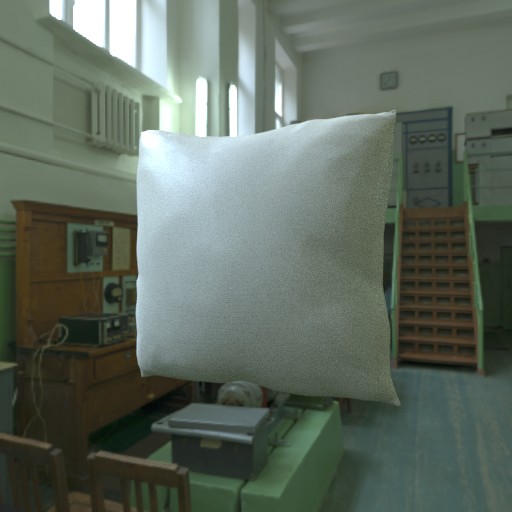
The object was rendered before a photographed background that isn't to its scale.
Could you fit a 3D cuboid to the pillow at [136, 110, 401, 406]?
[{"bbox_3d":[0.000,0.000,0.726,0.450,0.448,0.245,0,0,19],"label":"pillow"}]
